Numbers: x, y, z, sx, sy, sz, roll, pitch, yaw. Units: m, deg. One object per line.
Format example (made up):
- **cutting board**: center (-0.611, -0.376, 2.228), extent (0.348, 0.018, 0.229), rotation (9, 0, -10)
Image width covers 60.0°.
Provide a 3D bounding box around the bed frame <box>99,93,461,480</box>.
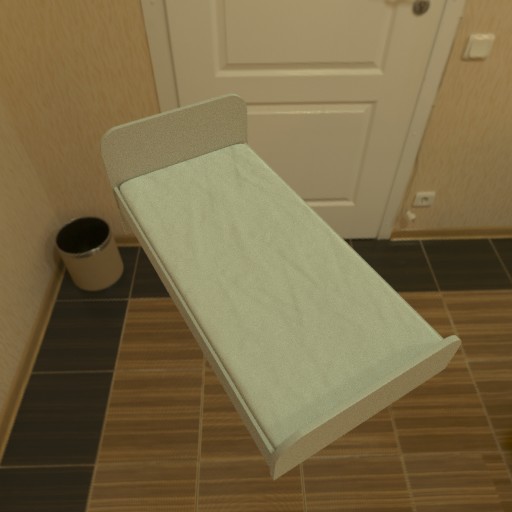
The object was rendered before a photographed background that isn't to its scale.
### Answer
- **bed frame**: center (0.000, 0.000, 2.445), extent (0.998, 0.805, 1.963), rotation (-24, 52, -20)
